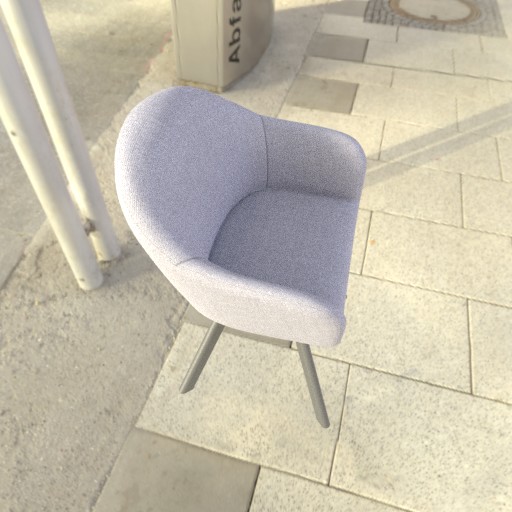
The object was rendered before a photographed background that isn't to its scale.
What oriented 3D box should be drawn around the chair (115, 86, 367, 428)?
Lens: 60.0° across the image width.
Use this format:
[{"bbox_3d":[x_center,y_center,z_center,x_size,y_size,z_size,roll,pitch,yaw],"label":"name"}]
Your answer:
[{"bbox_3d":[0.000,0.000,1.172,0.550,0.795,0.590,10,49,9],"label":"chair"}]
